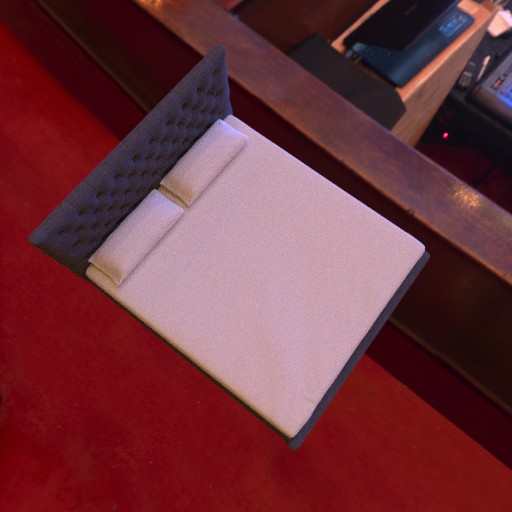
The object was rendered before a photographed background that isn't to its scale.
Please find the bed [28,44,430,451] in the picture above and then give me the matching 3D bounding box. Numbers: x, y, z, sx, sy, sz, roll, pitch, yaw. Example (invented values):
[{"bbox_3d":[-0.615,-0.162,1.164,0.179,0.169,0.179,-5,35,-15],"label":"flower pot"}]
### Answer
[{"bbox_3d":[0.000,0.000,3.682,2.387,1.427,2.078,37,76,10],"label":"bed"}]
